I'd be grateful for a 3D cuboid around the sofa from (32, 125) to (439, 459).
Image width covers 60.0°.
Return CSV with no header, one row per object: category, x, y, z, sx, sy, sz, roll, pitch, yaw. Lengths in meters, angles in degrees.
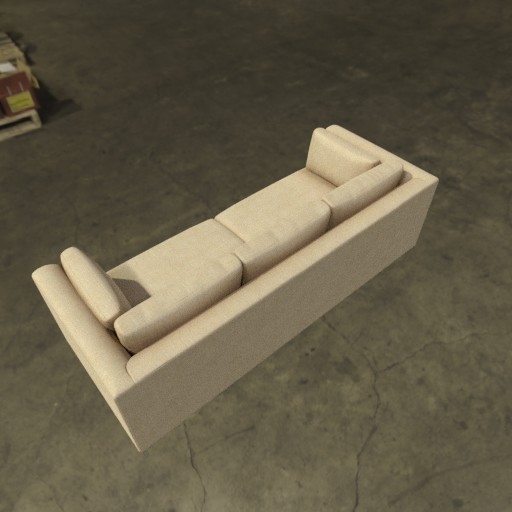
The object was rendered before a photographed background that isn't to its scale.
sofa,0.000,0.000,2.907,2.415,0.867,0.969,-31,54,-27
